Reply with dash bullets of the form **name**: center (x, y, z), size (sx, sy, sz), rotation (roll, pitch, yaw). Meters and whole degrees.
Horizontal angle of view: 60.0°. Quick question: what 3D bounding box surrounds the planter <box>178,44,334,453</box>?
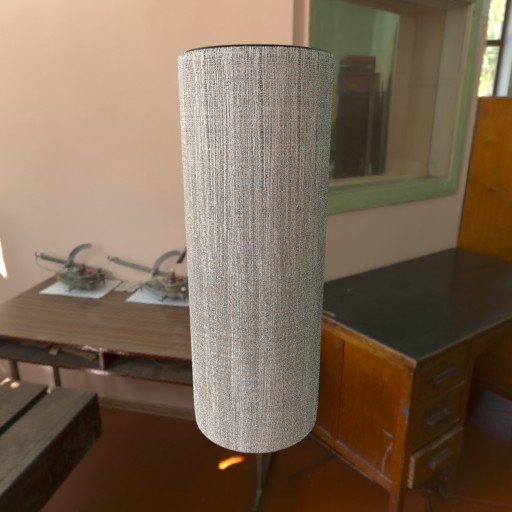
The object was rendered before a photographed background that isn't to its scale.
- **planter**: center (0.000, 0.000, 0.326), size (0.100, 0.270, 0.100), rotation (-16, 23, -41)
